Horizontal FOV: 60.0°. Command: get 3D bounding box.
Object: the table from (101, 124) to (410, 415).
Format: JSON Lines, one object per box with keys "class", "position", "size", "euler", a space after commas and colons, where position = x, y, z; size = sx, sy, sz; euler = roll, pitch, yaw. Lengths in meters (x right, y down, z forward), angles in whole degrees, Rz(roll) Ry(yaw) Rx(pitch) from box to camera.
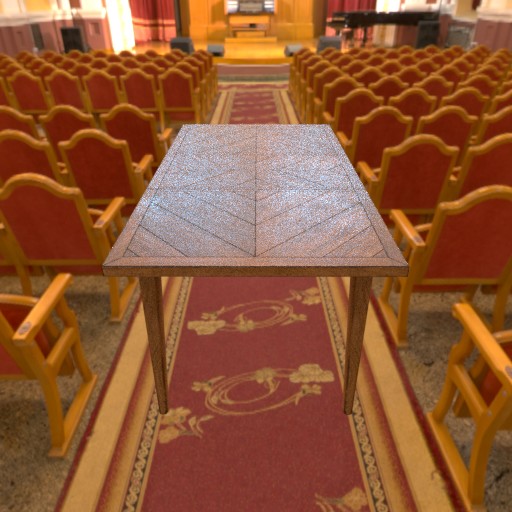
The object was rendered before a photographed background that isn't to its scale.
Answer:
{"class": "table", "position": [0.000, 0.000, 1.883], "size": [0.757, 0.760, 1.400], "euler": [0, 30, 0]}
